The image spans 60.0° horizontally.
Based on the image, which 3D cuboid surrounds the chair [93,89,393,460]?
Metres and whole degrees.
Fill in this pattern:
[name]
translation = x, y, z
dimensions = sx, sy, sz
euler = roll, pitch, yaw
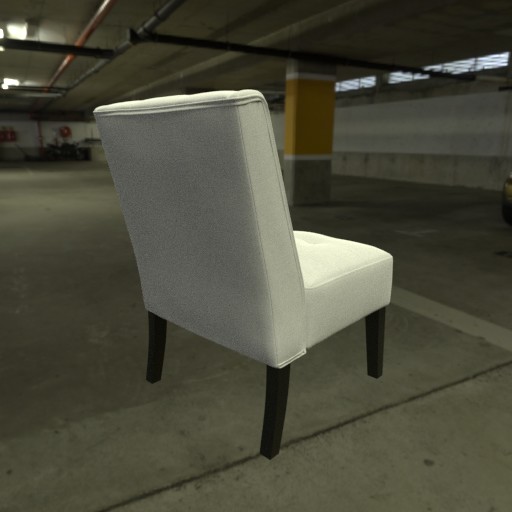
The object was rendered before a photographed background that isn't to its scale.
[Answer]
[chair]
translation = 0.000, 0.000, 1.313
dimensions = 0.569, 0.853, 0.676
euler = 13, 20, 42
